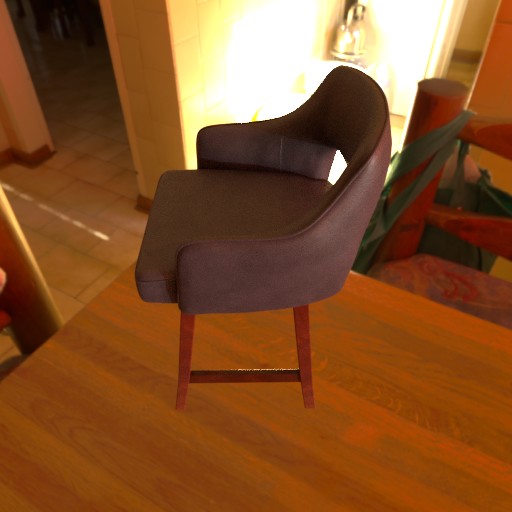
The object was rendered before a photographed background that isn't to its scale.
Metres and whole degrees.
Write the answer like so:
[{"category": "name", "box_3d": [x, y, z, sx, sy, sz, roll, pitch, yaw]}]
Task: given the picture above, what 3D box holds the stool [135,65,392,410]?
[{"category": "stool", "box_3d": [0.000, 0.000, 1.245, 0.560, 0.936, 0.550, -1, 43, -1]}]
